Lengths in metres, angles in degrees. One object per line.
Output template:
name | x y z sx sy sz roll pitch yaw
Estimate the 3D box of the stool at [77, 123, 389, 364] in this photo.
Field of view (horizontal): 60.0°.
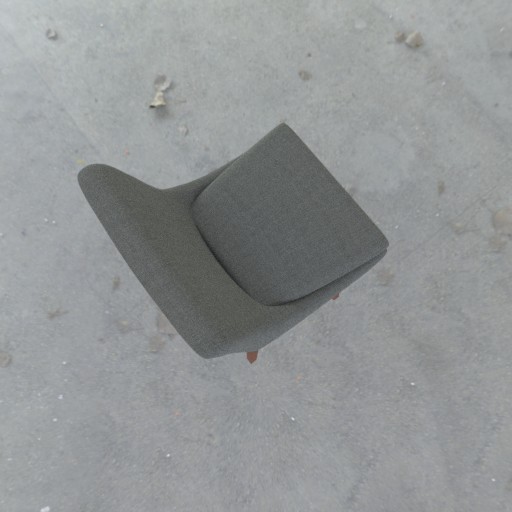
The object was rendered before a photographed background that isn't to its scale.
stool | 0.000 0.000 1.227 0.524 0.977 0.447 -36 77 -10
